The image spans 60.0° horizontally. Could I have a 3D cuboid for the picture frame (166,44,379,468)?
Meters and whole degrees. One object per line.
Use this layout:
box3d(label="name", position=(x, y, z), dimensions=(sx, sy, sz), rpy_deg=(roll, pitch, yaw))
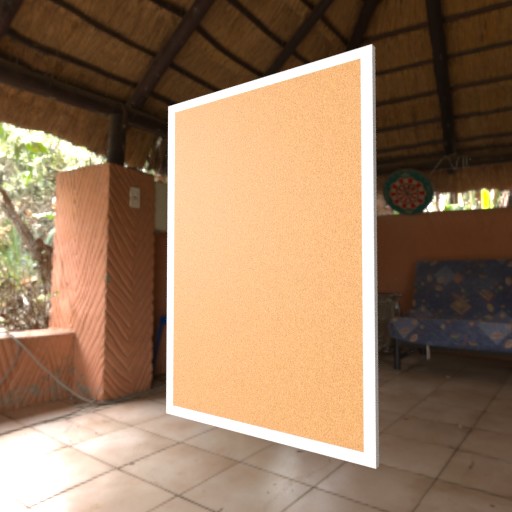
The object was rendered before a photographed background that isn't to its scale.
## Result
box3d(label="picture frame", position=(0.000, 0.000, 0.823), dimensions=(0.457, 0.657, 0.013), rpy_deg=(-1, -2, 35))
